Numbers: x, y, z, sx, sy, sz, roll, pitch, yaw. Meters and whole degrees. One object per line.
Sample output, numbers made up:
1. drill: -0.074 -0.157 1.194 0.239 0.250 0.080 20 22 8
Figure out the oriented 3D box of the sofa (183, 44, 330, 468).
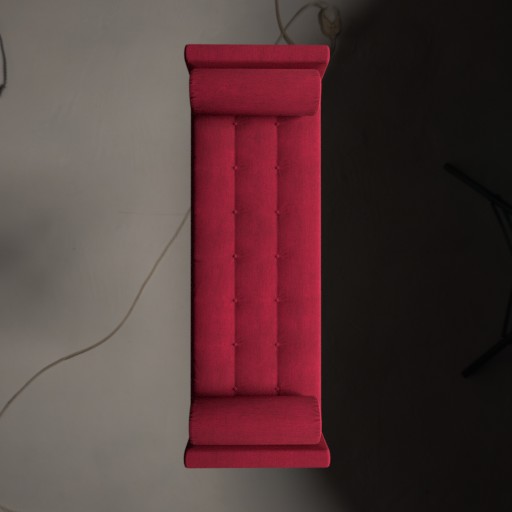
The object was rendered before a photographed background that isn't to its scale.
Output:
1. sofa: 0.000 0.000 2.362 0.686 0.635 1.981 0 90 -1
